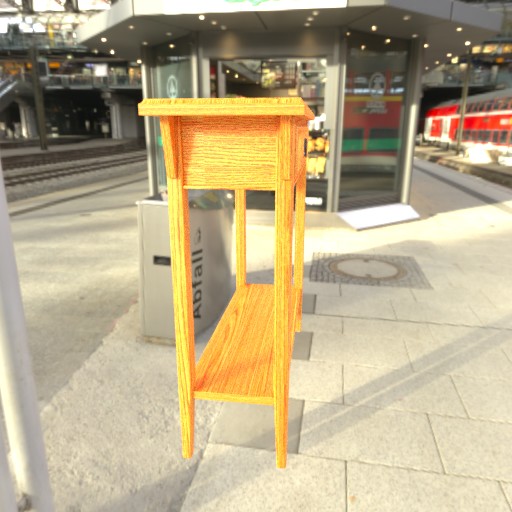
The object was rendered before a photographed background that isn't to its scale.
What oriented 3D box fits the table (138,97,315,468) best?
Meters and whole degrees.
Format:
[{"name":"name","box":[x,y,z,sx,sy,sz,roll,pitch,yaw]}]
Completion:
[{"name":"table","box":[0.000,0.000,1.122,0.254,0.711,0.762,2,16,8]}]
